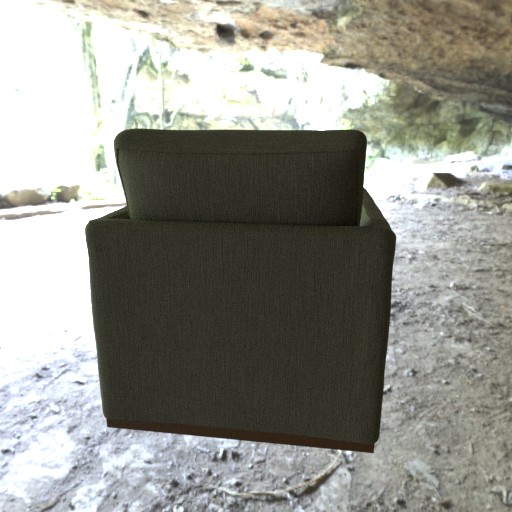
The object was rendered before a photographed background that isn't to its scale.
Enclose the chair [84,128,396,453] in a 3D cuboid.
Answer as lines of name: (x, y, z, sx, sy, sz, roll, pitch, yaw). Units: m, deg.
chair: (0.000, 0.000, 1.466, 0.763, 0.811, 0.834, 2, 16, 8)
